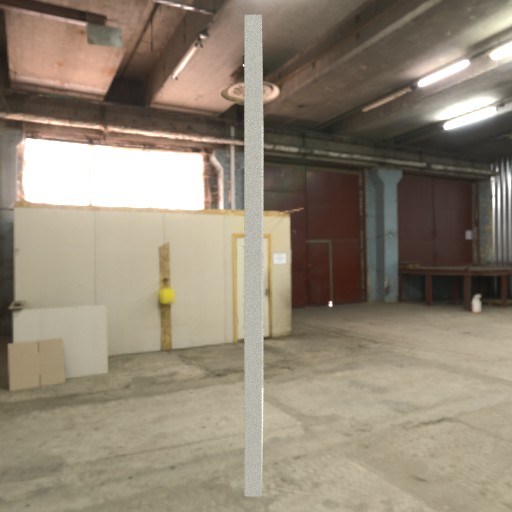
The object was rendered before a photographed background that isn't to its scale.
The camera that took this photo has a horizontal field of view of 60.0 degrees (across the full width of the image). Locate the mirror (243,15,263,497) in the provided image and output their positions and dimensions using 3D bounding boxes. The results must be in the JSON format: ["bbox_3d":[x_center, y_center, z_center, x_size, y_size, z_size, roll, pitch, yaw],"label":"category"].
[{"bbox_3d":[0.000,0.000,1.315,0.041,1.016,0.762,0,0,1],"label":"mirror"}]
